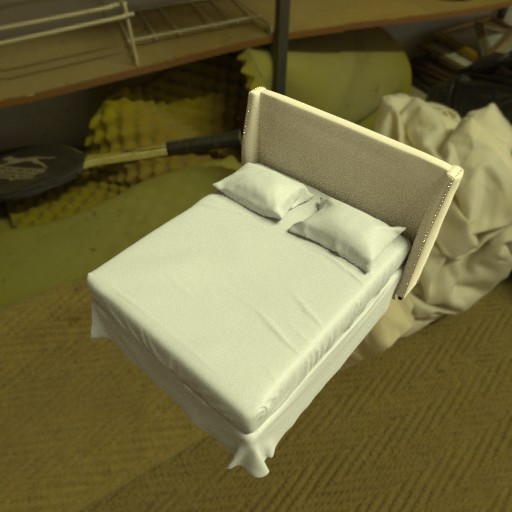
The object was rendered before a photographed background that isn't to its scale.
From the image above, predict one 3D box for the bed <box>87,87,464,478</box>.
[{"bbox_3d":[0.000,0.000,3.399,1.925,1.332,2.276,32,55,27],"label":"bed"}]
